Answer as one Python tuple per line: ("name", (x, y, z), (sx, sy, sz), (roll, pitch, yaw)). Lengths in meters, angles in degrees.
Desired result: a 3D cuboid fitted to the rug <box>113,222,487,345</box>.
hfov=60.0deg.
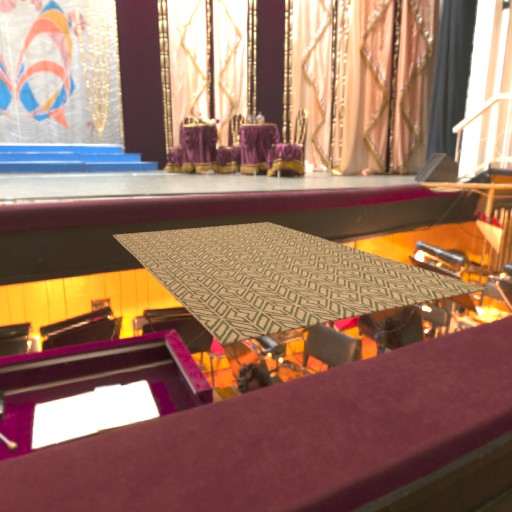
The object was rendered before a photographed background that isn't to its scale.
("rug", (0.000, 0.000, 3.064), (1.517, 0.011, 2.435), (-7, 15, -26))
